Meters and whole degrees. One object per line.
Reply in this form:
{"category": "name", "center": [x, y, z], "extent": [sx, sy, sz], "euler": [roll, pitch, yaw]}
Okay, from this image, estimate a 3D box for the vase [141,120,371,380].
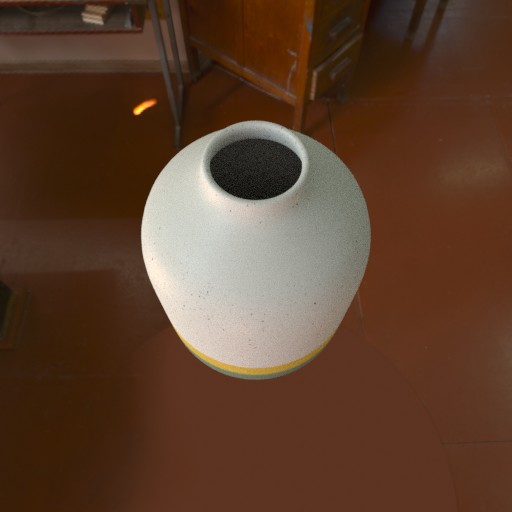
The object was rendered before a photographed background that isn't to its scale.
{"category": "vase", "center": [0.000, 0.000, 0.364], "extent": [0.169, 0.240, 0.169], "euler": [0, 62, 0]}
